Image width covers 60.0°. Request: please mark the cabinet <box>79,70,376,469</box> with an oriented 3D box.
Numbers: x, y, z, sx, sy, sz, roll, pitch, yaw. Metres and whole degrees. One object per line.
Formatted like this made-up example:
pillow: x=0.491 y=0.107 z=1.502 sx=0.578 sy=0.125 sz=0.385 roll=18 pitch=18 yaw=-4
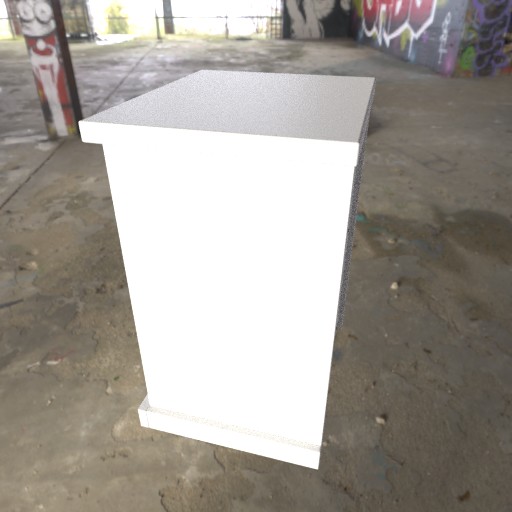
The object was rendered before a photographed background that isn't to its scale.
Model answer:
cabinet: x=0.000 y=0.000 z=1.039 sx=0.431 sy=0.723 sz=0.520 roll=8 pitch=32 yaw=13
